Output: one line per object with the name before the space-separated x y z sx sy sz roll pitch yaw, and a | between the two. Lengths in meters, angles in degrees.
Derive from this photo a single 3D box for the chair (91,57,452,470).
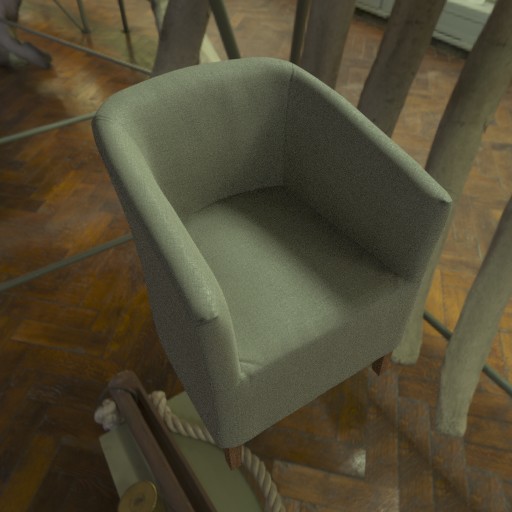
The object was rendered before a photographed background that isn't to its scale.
chair | 0.000 0.000 1.177 0.600 0.771 0.668 -24 51 -22
